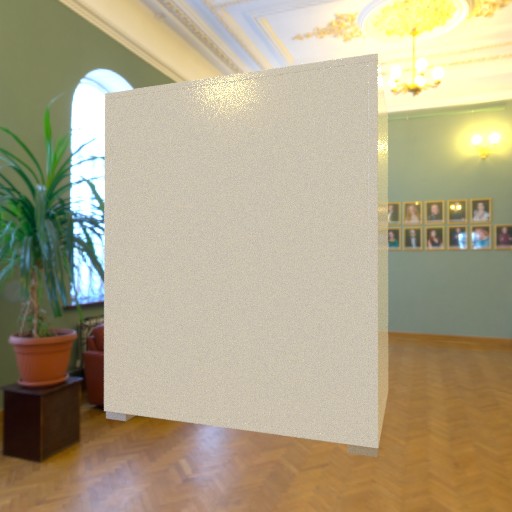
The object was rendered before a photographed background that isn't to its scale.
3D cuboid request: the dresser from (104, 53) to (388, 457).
[{"bbox_3d":[0.000,0.000,1.169,0.650,0.800,0.400,0,0,19],"label":"dresser"}]
